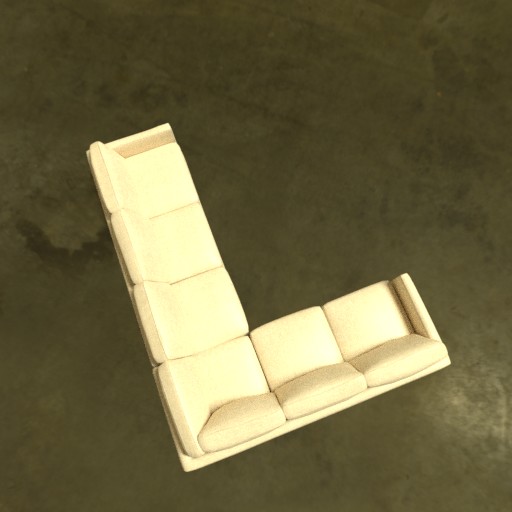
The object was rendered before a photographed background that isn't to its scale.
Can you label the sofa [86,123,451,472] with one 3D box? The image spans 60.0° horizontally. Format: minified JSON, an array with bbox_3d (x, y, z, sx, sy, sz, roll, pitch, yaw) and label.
[{"bbox_3d":[0.000,0.000,4.513,2.593,0.947,3.302,-20,76,-5],"label":"sofa"}]
